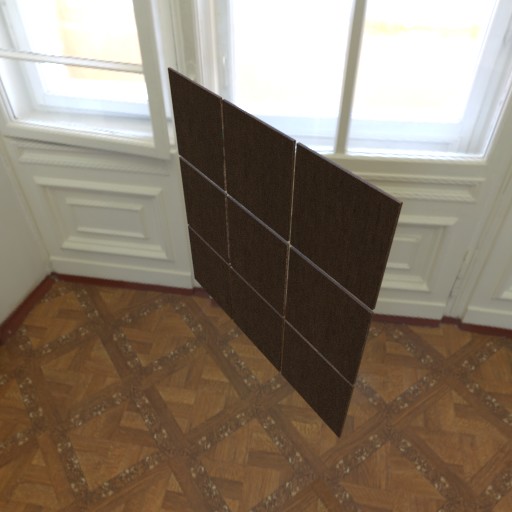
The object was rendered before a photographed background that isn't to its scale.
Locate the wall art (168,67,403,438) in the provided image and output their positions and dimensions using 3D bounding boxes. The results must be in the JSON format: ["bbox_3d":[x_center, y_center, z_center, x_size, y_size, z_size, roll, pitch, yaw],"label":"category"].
[{"bbox_3d":[0.000,0.000,2.344,0.014,1.525,1.527,-26,48,-26],"label":"wall art"}]
